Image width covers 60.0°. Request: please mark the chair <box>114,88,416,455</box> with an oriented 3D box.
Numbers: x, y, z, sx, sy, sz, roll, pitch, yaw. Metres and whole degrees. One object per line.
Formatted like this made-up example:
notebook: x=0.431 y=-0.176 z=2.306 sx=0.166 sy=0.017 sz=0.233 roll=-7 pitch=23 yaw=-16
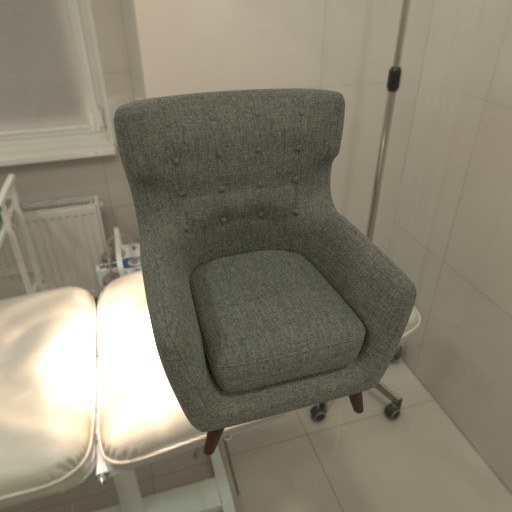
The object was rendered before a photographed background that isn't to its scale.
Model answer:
chair: x=0.000 y=0.000 z=1.697 sx=0.878 sy=1.063 sz=0.904 roll=-9 pitch=33 yaw=-15
